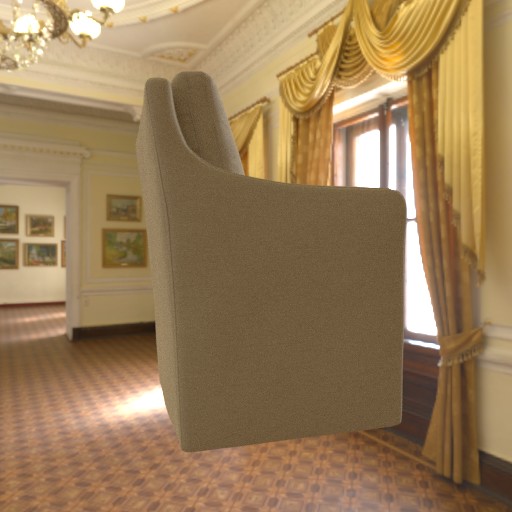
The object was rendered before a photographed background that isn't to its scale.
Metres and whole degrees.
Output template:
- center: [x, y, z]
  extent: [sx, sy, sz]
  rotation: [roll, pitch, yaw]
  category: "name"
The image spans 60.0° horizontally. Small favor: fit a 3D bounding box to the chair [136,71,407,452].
- center: [0.000, 0.000, 1.363]
  extent: [0.694, 0.914, 0.626]
  rotation: [0, 0, -17]
  category: "chair"
